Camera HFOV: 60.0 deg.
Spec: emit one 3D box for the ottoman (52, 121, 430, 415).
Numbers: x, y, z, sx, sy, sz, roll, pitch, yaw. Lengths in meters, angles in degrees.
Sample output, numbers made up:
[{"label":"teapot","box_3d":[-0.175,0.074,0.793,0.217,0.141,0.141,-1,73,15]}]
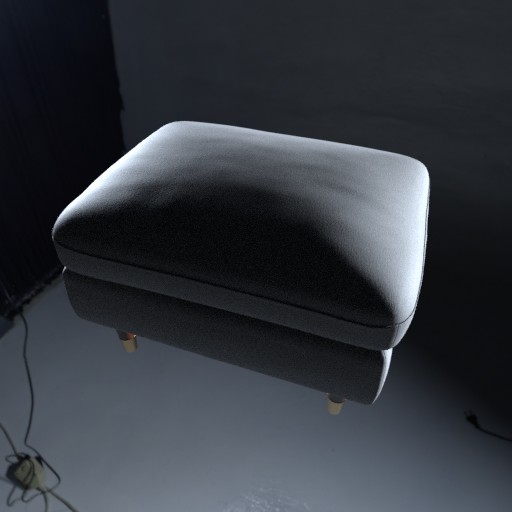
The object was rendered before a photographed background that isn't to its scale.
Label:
[{"label":"ottoman","box_3d":[0.000,0.000,1.107,0.747,0.478,0.593,13,42,14]}]
